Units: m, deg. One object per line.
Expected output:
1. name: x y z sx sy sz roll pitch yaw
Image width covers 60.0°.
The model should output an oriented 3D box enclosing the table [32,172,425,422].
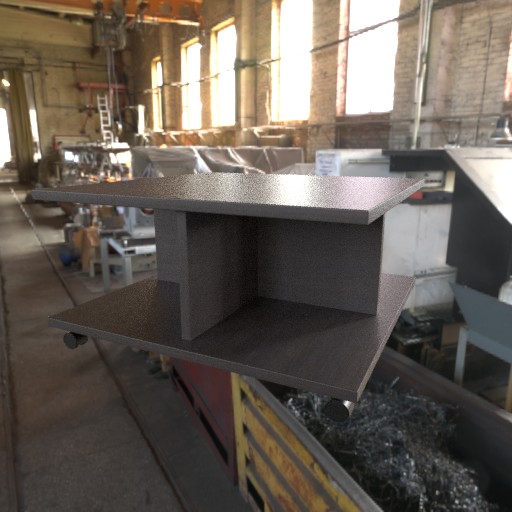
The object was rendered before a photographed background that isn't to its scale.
1. table: 0.000 0.000 1.222 0.762 0.396 0.762 7 15 25
